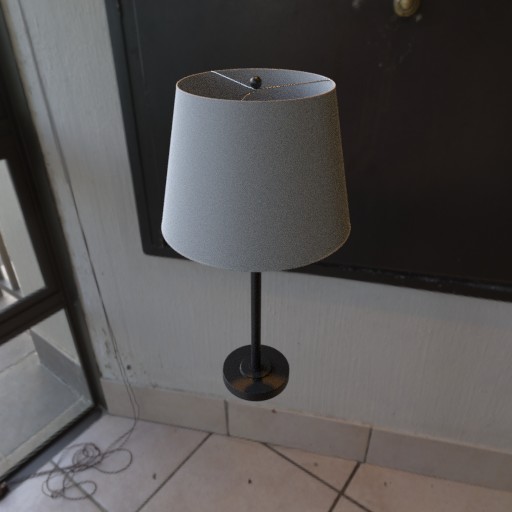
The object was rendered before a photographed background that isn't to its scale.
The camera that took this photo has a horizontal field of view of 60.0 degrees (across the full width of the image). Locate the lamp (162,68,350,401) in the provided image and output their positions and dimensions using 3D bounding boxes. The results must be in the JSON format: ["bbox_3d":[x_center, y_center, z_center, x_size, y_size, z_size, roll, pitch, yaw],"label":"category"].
[{"bbox_3d":[0.000,0.000,0.911,0.363,0.696,0.363,0,32,0],"label":"lamp"}]
